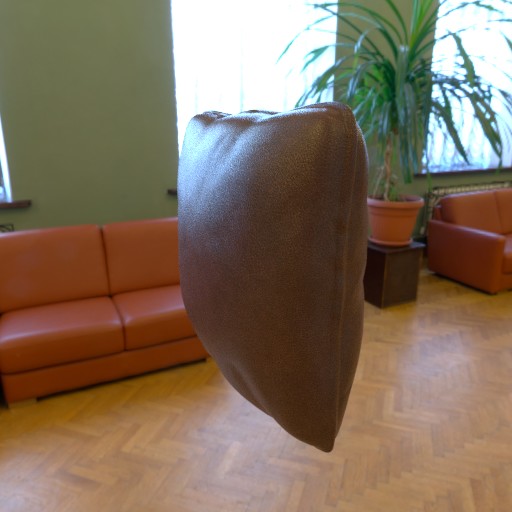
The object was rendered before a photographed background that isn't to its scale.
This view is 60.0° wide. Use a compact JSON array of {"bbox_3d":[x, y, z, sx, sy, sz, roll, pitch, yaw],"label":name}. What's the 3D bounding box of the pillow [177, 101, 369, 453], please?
[{"bbox_3d":[0.000,0.000,0.820,0.236,0.523,0.532,-9,19,-27],"label":"pillow"}]
